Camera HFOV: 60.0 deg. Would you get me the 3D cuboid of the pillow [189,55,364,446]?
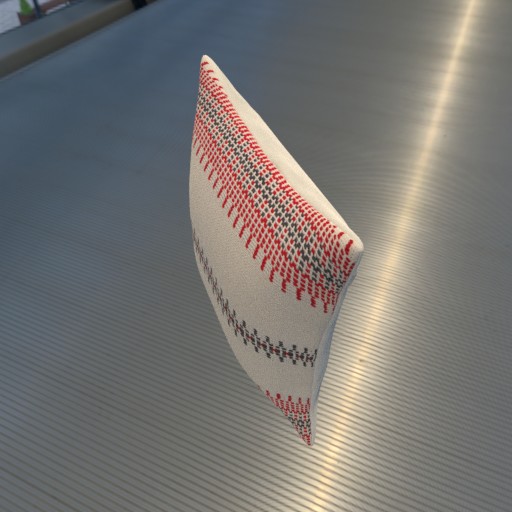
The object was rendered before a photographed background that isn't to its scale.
[{"bbox_3d":[0.000,0.000,0.698,0.160,0.454,0.463,-16,48,-15],"label":"pillow"}]
